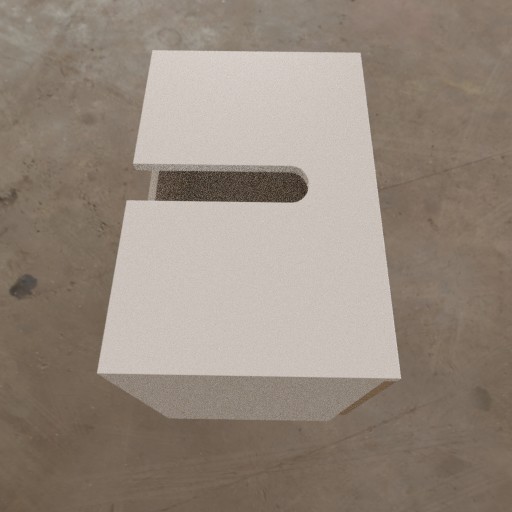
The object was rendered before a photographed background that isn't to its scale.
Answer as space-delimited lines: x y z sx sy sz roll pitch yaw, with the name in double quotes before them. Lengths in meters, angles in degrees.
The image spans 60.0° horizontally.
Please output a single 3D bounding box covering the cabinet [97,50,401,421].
"cabinet" 0.000 0.000 0.935 0.400 0.522 0.600 1 64 0
